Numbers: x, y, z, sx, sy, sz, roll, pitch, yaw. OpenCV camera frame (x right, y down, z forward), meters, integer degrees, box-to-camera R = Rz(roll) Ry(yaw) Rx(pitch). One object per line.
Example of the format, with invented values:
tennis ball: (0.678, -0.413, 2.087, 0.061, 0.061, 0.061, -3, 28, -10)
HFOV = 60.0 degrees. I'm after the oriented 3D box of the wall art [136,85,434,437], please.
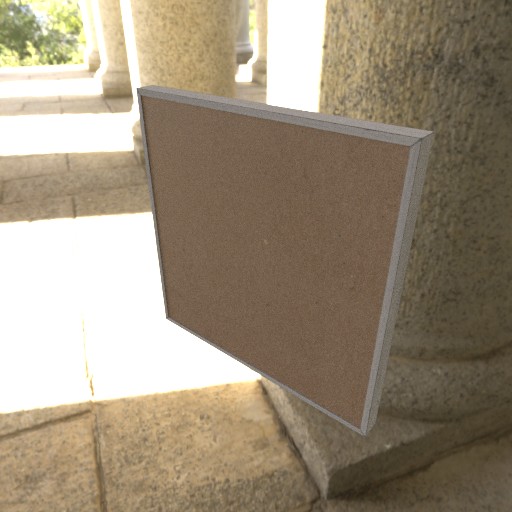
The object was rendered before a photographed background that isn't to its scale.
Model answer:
wall art: (0.000, 0.000, 0.774, 0.508, 0.508, 0.038, 22, 37, 33)
